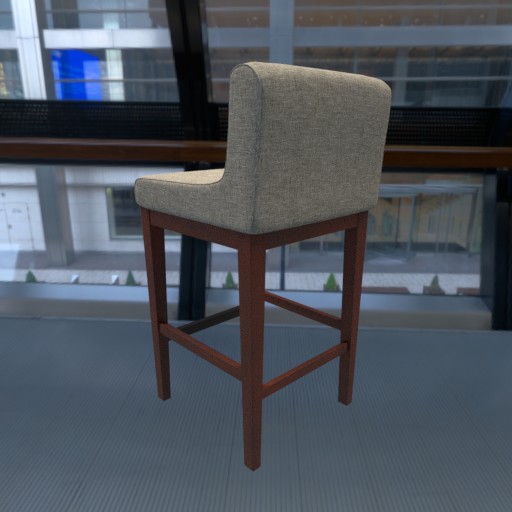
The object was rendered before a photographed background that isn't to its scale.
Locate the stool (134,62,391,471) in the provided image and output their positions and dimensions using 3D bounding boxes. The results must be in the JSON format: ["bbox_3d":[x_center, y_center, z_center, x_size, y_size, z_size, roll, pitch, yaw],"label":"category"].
[{"bbox_3d":[0.000,0.000,1.109,0.417,0.835,0.459,-15,22,-41],"label":"stool"}]
